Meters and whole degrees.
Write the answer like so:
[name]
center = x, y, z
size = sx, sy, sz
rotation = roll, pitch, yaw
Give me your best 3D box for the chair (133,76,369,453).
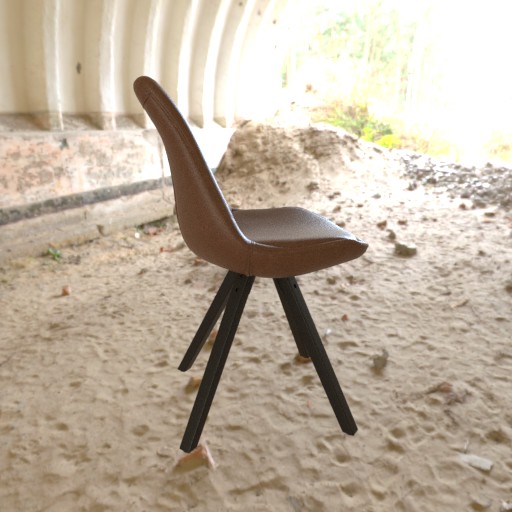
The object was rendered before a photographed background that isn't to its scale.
[chair]
center = 0.000, 0.000, 1.164
size = 0.550, 0.850, 0.475
rotation = -3, 17, -10
